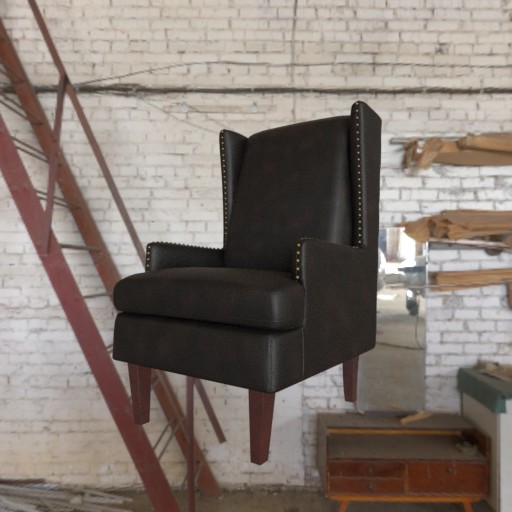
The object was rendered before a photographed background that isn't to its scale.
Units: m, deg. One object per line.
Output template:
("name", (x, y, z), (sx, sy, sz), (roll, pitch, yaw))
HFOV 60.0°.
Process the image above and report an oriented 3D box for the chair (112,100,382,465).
("chair", (0.000, 0.000, 1.646), (0.703, 1.142, 0.799), (0, 0, 35))
